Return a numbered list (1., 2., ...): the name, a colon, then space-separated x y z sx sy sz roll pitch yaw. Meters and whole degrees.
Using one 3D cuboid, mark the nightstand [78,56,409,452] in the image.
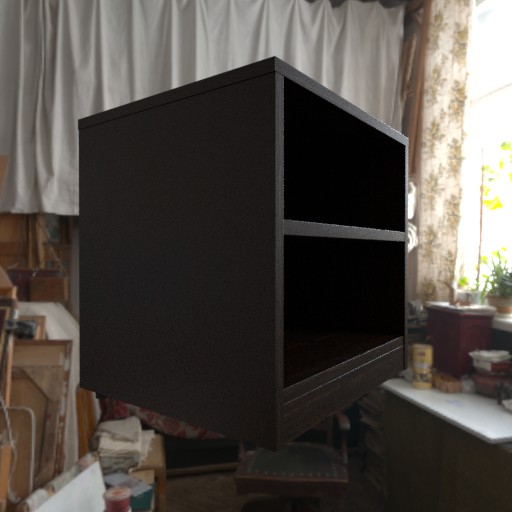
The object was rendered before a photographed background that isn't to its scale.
1. nightstand: 0.000 0.000 0.858 0.427 0.487 0.489 0 1 37
